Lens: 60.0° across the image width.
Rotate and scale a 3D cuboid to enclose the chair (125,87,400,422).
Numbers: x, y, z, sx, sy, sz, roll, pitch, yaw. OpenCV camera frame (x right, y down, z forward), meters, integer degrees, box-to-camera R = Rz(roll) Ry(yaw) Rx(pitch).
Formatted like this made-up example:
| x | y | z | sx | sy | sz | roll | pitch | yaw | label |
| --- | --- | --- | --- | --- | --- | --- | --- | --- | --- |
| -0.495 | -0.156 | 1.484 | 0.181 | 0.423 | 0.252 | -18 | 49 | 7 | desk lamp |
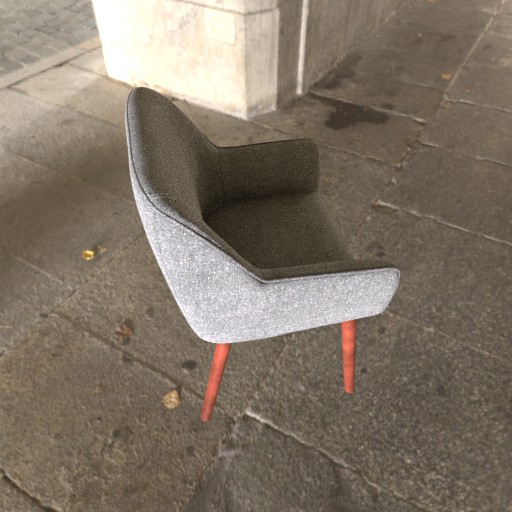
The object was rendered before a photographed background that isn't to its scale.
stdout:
| x | y | z | sx | sy | sz | roll | pitch | yaw | label |
| --- | --- | --- | --- | --- | --- | --- | --- | --- | --- |
| 0.000 | 0.000 | 1.174 | 0.519 | 0.803 | 0.543 | -10 | 47 | -10 | chair |
